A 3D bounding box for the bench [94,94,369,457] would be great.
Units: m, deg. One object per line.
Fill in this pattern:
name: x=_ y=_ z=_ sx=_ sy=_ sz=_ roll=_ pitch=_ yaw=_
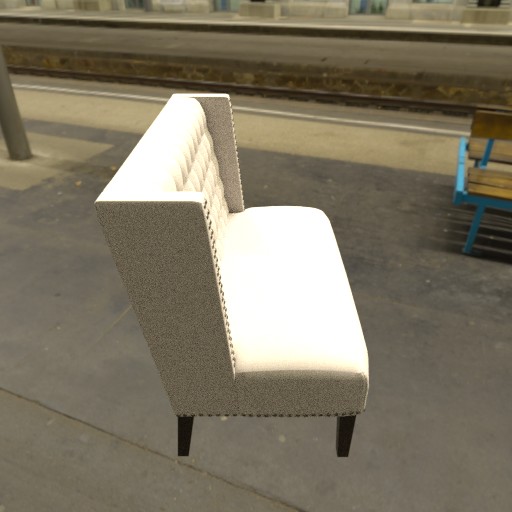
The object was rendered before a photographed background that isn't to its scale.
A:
bench: x=0.000 y=0.000 z=1.978 sx=0.847 sy=1.123 sz=1.280 roll=0 pitch=32 yaw=0
